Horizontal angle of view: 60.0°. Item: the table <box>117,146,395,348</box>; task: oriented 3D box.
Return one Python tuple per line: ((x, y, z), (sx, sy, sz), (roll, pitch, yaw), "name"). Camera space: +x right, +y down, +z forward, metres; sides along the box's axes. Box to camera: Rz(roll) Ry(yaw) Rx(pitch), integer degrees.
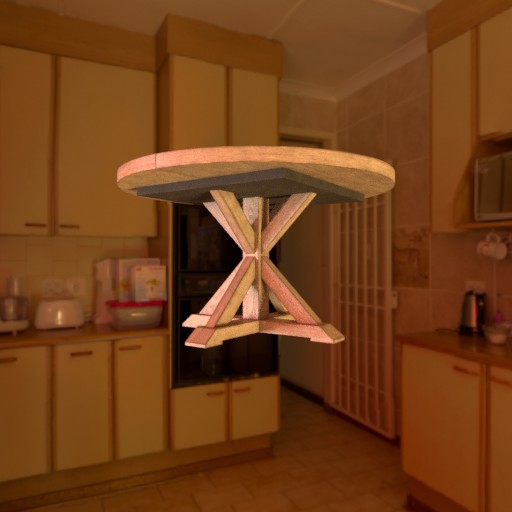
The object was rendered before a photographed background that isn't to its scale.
((0.000, 0.000, 2.269), (1.363, 0.781, 1.363), (0, -1, 0), "table")
